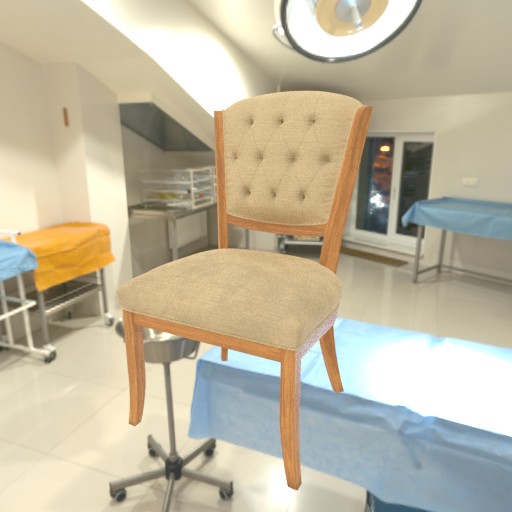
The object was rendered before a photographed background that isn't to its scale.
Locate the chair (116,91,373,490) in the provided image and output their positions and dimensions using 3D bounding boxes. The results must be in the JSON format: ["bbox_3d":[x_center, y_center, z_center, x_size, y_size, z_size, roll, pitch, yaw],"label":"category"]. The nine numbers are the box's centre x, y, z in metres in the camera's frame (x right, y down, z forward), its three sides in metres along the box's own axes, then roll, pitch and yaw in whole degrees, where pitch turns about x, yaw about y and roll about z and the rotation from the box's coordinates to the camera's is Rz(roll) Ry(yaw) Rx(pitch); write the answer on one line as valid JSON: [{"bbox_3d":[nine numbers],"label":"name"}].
[{"bbox_3d":[0.000,0.000,1.242,0.513,0.905,0.584,8,18,27],"label":"chair"}]
